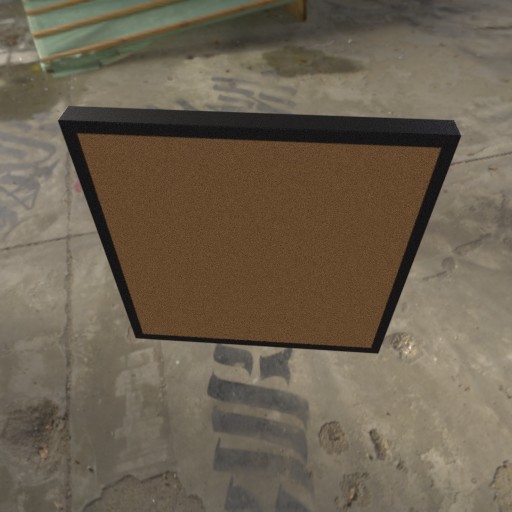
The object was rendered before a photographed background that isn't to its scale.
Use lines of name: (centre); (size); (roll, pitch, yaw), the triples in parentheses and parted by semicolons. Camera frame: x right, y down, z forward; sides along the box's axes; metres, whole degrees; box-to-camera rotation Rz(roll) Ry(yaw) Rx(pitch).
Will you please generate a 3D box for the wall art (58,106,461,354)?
wall art: (0.000, 0.000, 0.750); (0.506, 0.506, 0.037); (3, 47, 3)
